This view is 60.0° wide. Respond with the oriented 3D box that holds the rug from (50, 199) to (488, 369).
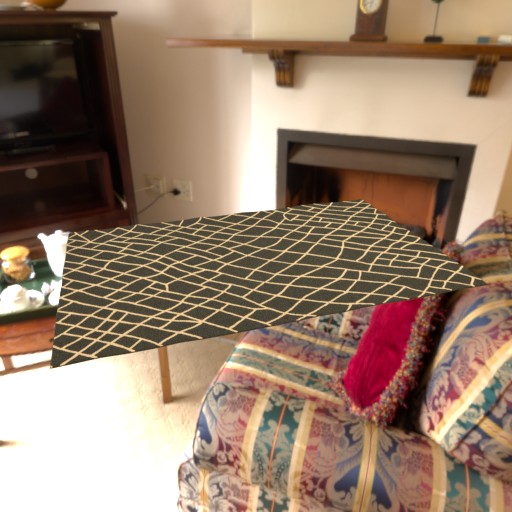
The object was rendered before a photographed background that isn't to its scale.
[{"bbox_3d":[0.000,0.000,2.980,2.448,0.017,1.529,-8,29,-15],"label":"rug"}]
